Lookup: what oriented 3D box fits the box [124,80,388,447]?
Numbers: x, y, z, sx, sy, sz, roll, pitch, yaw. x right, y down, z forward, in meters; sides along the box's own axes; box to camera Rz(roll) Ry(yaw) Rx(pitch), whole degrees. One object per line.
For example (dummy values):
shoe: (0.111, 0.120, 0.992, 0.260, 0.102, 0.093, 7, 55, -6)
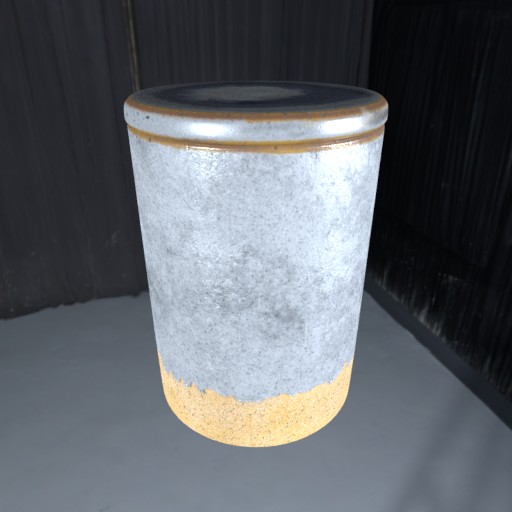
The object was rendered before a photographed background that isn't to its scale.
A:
box: (0.000, 0.000, 0.240, 0.118, 0.168, 0.118, 0, 27, 0)
